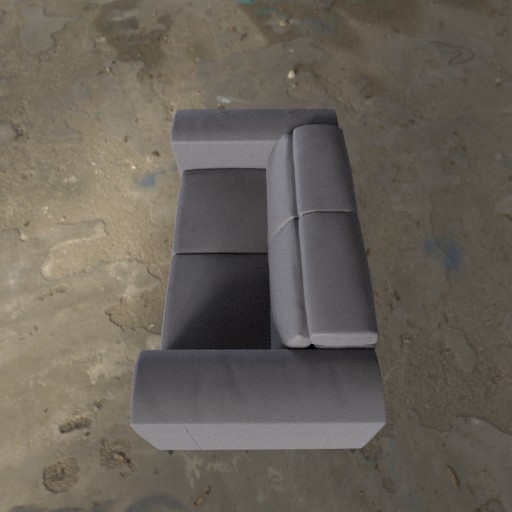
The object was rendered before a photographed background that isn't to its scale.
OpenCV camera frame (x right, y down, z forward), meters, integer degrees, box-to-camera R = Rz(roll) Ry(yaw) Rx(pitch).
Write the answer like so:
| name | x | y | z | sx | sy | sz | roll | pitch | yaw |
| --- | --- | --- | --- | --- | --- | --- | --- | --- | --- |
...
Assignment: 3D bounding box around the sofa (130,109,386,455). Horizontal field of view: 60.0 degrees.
| name | x | y | z | sx | sy | sz | roll | pitch | yaw |
| --- | --- | --- | --- | --- | --- | --- | --- | --- | --- |
| sofa | 0.000 | 0.000 | 2.391 | 1.003 | 0.779 | 1.895 | 0 | 56 | 0 |
